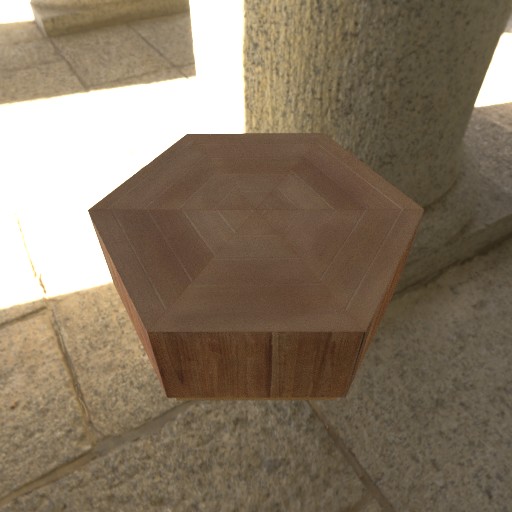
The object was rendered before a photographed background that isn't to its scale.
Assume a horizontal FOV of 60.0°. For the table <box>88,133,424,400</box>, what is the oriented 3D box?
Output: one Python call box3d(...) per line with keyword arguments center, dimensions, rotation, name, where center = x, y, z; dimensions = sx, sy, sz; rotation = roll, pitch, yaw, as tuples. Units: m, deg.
box3d(center=(0.000, 0.000, 1.681), dimensions=(1.000, 0.456, 1.154), rotation=(22, 50, 20), name="table")
